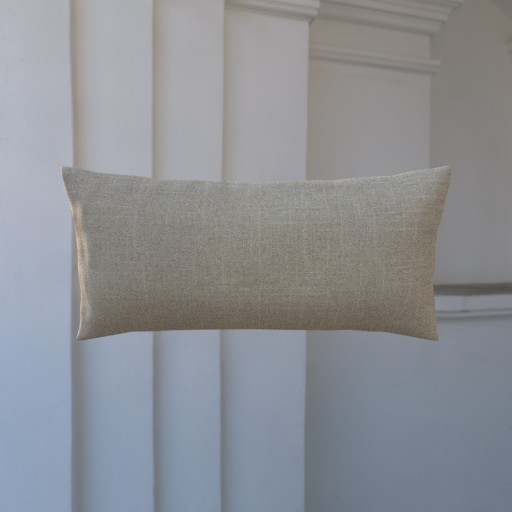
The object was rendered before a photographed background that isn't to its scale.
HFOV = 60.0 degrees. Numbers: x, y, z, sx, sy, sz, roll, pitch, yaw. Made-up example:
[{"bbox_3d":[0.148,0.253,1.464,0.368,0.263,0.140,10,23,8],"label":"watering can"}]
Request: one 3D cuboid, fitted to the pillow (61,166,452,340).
[{"bbox_3d":[0.000,0.000,0.720,0.612,0.282,0.155,0,0,0],"label":"pillow"}]
